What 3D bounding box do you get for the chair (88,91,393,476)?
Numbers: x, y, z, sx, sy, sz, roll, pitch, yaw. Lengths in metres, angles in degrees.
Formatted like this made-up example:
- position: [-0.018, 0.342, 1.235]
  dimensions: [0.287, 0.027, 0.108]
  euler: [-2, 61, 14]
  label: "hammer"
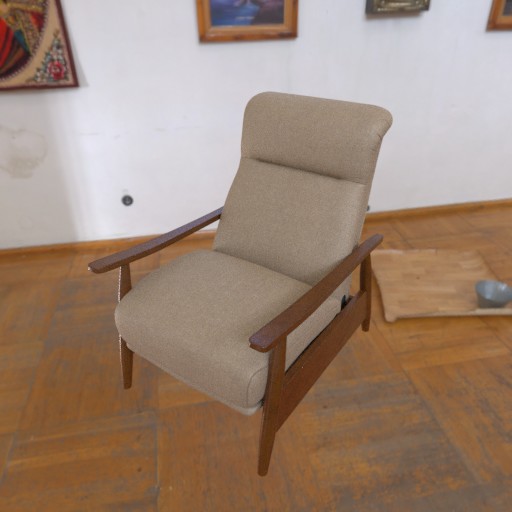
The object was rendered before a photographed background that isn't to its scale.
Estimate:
- position: [0.000, 0.000, 1.797]
  dimensions: [0.762, 1.082, 1.030]
  euler: [19, 36, 29]
  label: "chair"
